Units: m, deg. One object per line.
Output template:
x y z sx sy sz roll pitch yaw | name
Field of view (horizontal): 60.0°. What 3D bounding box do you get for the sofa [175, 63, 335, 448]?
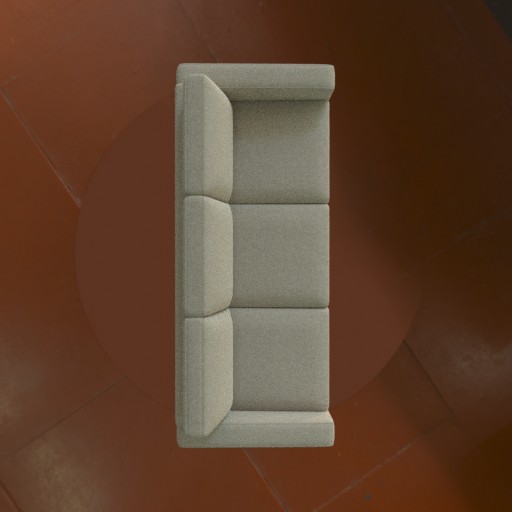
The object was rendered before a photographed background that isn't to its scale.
0.000 0.000 2.634 0.900 0.800 2.160 0 90 -1 | sofa
